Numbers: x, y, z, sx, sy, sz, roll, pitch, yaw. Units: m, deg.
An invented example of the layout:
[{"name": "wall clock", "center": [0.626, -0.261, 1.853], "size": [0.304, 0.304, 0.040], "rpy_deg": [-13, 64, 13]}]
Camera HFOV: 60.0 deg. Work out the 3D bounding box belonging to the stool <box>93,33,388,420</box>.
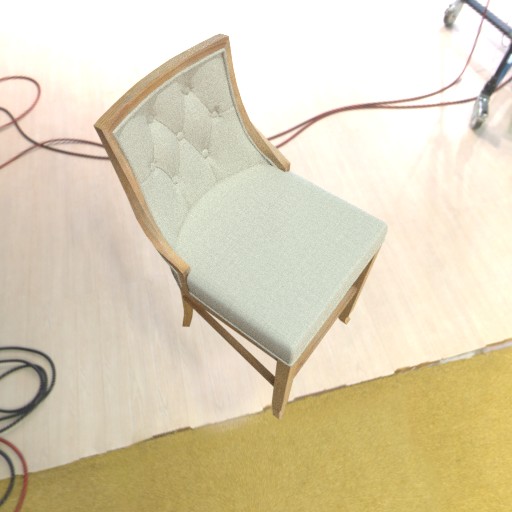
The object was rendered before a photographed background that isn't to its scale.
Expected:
[{"name": "stool", "center": [0.000, 0.000, 1.435], "size": [0.626, 1.101, 0.524], "rpy_deg": [33, 64, 19]}]
